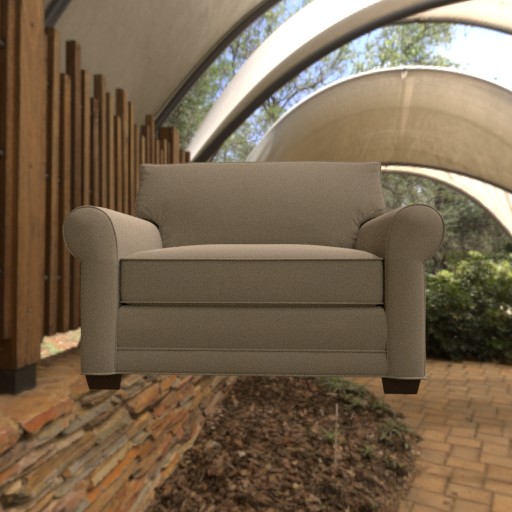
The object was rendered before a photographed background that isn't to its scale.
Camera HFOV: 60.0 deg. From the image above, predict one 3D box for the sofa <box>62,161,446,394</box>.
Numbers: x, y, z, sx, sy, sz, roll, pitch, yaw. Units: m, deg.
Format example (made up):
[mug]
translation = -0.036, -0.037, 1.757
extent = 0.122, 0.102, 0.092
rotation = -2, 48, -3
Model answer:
[sofa]
translation = 0.000, 0.000, 2.055
extent = 1.405, 1.006, 0.937
rotation = 0, -1, 3
